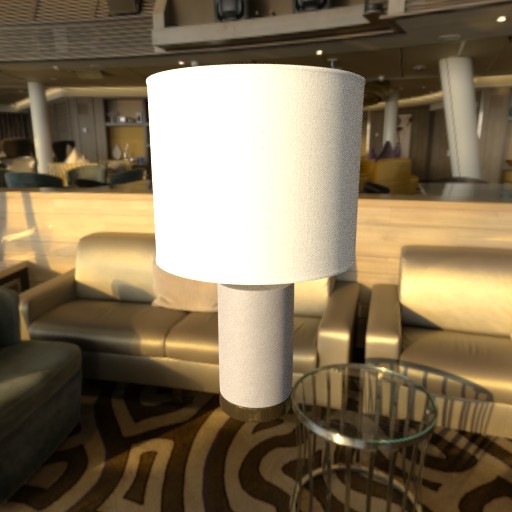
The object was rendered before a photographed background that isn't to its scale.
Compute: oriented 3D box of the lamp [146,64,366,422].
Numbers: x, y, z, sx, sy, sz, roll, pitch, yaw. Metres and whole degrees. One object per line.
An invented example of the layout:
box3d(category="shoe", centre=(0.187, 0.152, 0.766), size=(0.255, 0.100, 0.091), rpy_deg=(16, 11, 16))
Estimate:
box3d(category="lamp", centre=(0.000, 0.000, 0.520), size=(0.229, 0.380, 0.229), rpy_deg=(0, 14, 0))
